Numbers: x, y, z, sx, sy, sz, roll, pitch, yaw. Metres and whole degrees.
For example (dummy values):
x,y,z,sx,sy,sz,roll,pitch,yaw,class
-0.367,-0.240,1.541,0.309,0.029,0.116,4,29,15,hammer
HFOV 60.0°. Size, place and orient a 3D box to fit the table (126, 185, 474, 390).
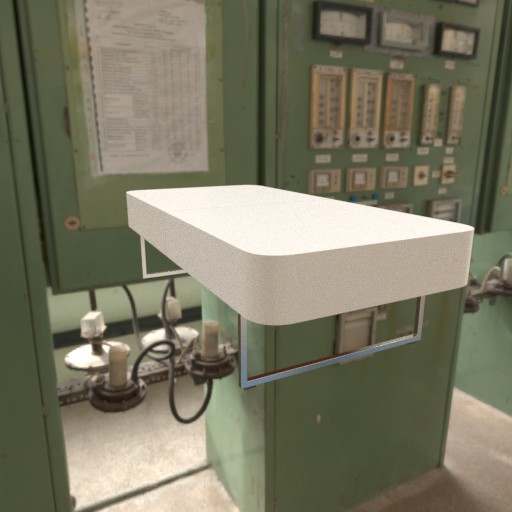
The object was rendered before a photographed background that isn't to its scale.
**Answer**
x,y,z,sx,sy,sz,roll,pitch,yaw,class
0.000,0.000,1.464,0.600,0.340,1.200,-7,16,-26,table
